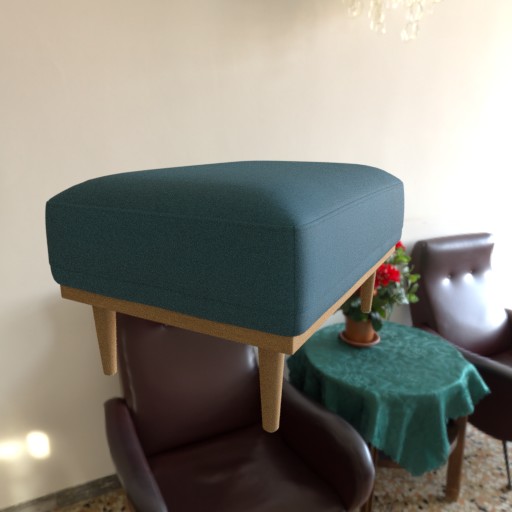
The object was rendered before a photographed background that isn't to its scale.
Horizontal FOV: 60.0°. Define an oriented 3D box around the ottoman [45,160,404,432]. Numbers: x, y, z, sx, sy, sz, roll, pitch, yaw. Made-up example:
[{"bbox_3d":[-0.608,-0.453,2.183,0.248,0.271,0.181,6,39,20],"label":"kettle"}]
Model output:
[{"bbox_3d":[0.000,0.000,1.059,0.549,0.428,0.749,8,17,28],"label":"ottoman"}]
